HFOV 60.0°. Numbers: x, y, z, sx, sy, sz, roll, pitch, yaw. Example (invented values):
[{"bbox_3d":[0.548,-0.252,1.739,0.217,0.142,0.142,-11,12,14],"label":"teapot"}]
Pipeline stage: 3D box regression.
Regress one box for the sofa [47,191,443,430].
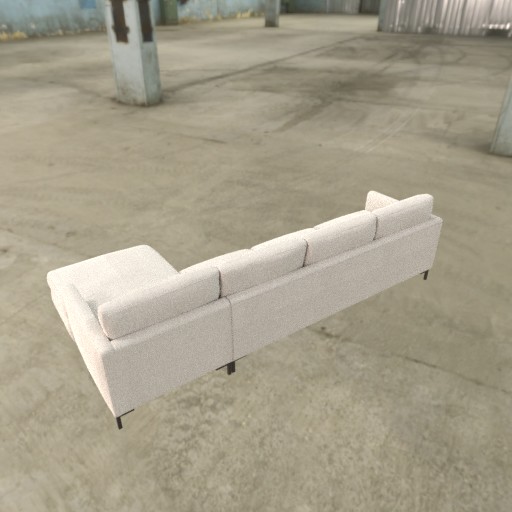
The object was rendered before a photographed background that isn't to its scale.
[{"bbox_3d":[0.000,0.000,2.972,2.445,0.677,1.126,-19,35,-29],"label":"sofa"}]
